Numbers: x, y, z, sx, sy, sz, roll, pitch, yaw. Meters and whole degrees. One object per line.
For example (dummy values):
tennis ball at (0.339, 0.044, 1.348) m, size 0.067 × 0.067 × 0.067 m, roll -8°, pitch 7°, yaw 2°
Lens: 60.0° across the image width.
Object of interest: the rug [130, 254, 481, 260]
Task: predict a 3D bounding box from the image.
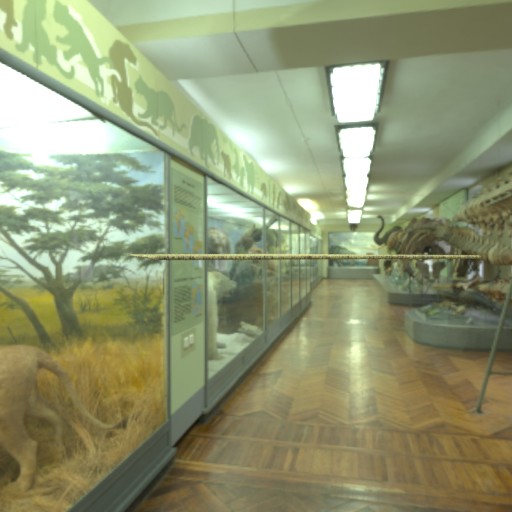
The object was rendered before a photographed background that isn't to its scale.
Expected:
rug at (0.000, 0.000, 2.385) m, size 1.243 × 0.014 × 1.846 m, roll 0°, pitch 0°, yaw -18°
